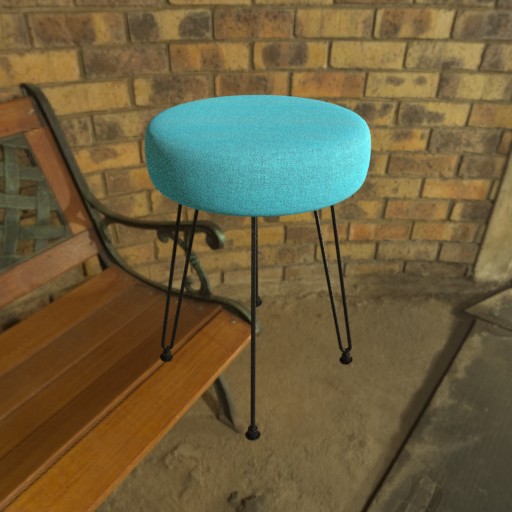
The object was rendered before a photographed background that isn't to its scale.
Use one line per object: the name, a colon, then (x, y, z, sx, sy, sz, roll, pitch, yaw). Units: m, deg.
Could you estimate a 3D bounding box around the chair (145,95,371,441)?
chair: (0.000, 0.000, 0.695, 0.350, 0.440, 0.350, 1, 32, 1)
